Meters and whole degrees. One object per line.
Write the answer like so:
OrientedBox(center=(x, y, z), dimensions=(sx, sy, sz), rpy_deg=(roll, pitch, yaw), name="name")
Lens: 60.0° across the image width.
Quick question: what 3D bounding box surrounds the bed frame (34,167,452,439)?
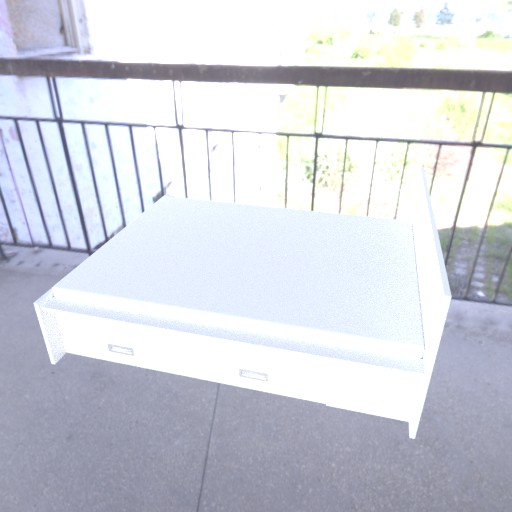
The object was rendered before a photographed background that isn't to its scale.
OrientedBox(center=(0.000, 0.000, 2.774), dimensions=(1.960, 0.800, 1.622), rpy_deg=(7, 30, 13), name="bed frame")
